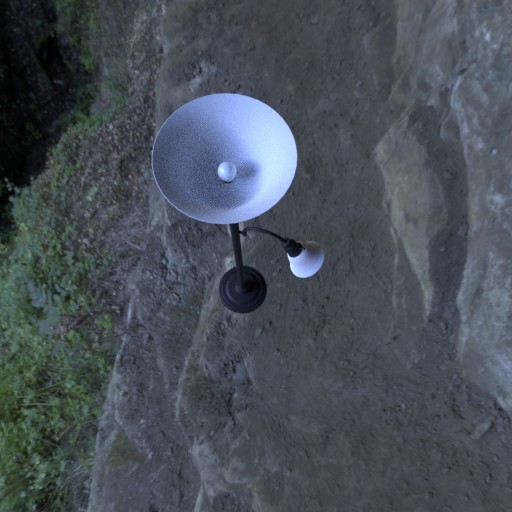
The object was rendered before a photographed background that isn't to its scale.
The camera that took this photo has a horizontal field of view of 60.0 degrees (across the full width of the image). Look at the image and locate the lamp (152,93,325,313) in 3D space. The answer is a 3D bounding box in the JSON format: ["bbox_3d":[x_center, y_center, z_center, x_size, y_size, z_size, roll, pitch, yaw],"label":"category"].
[{"bbox_3d":[0.000,0.000,2.086,0.588,1.793,0.405,17,74,5],"label":"lamp"}]
